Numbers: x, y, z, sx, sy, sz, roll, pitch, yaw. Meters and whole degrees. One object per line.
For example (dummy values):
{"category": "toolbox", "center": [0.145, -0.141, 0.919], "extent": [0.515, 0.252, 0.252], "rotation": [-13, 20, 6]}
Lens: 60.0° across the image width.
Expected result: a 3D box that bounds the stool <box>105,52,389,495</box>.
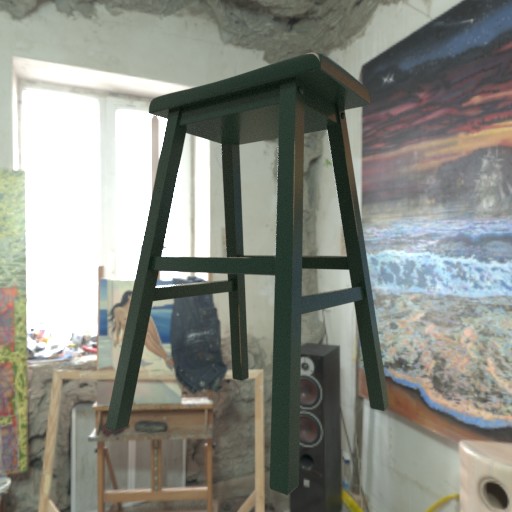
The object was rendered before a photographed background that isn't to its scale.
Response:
{"category": "stool", "center": [0.000, 0.000, 1.010], "extent": [0.457, 0.737, 0.476], "rotation": [1, 1, 35]}
